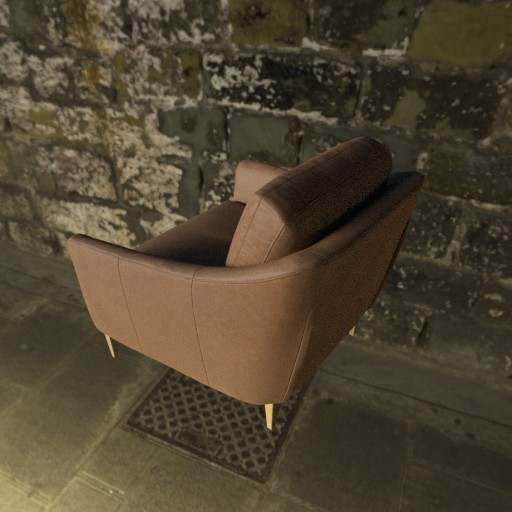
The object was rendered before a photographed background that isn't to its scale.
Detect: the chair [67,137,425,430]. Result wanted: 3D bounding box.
[{"bbox_3d":[0.000,0.000,1.701,0.963,0.895,0.988,23,39,31],"label":"chair"}]
